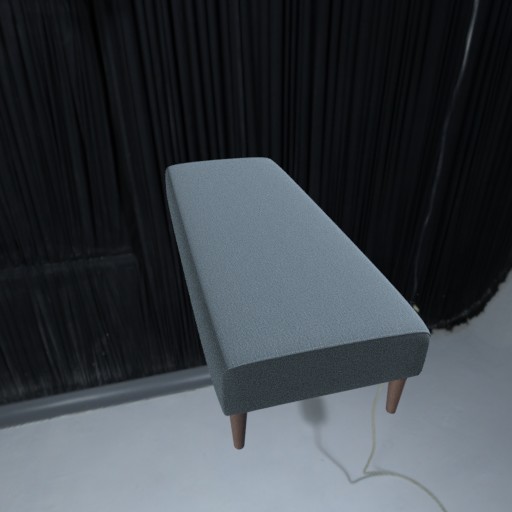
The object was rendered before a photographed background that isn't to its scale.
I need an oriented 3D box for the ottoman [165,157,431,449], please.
[{"bbox_3d":[0.000,0.000,1.926,0.646,0.393,1.609,-8,31,-13],"label":"ottoman"}]
